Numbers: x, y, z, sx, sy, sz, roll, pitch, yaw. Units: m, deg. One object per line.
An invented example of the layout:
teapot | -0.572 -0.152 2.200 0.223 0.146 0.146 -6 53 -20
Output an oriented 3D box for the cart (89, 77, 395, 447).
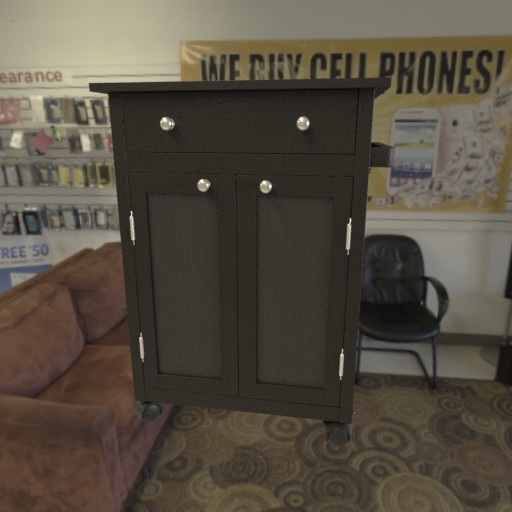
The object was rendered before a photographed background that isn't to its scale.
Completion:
cart | 0.000 0.000 1.245 0.660 0.879 0.456 3 16 9
